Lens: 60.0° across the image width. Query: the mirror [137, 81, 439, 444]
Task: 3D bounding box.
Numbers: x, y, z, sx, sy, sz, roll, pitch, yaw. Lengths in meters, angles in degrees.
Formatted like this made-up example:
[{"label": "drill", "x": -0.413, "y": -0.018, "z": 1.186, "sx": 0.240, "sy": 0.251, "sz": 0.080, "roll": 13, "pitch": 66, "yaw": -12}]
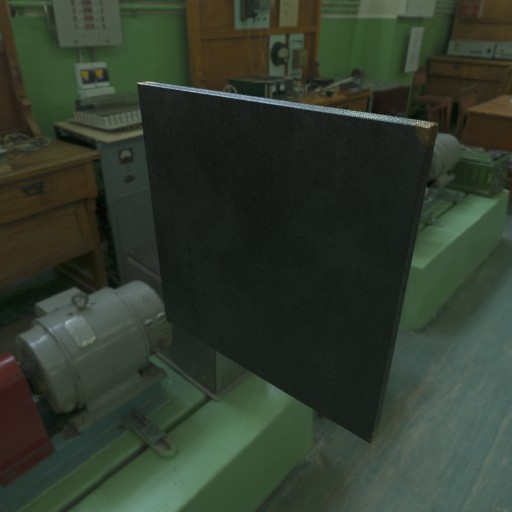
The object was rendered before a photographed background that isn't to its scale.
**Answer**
[{"label": "mirror", "x": 0.000, "y": 0.000, "z": 0.561, "sx": 0.382, "sy": 0.381, "sz": 0.020, "roll": 22, "pitch": 36, "yaw": 34}]
